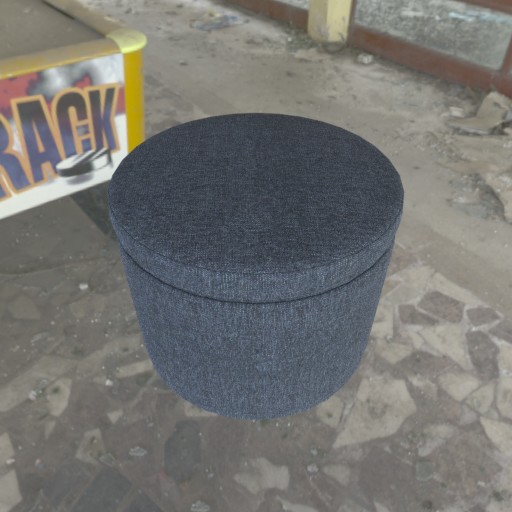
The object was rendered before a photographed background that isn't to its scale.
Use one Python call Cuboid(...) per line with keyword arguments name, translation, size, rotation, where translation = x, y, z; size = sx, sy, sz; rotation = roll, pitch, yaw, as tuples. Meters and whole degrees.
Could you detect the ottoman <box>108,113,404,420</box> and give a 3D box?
Cuboid(name="ottoman", translation=(0.000, 0.000, 0.886), size=(0.500, 0.419, 0.500), rotation=(0, 42, 0))
